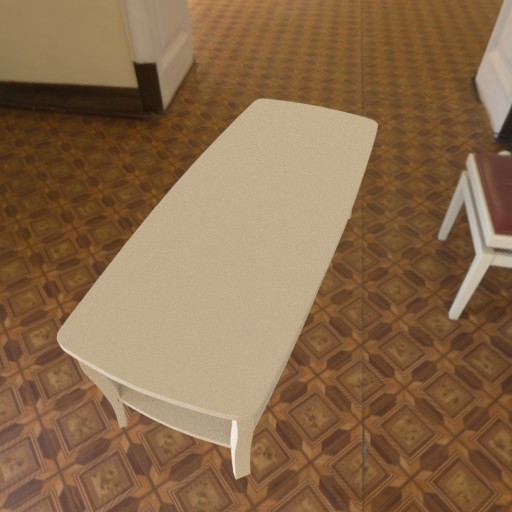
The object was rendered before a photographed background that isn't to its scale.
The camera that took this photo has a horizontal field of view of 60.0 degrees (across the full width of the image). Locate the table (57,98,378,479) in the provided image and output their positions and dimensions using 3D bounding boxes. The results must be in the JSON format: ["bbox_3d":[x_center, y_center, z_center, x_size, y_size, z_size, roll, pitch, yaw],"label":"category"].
[{"bbox_3d":[0.000,0.000,1.547,0.561,0.474,1.334,16,48,15],"label":"table"}]
